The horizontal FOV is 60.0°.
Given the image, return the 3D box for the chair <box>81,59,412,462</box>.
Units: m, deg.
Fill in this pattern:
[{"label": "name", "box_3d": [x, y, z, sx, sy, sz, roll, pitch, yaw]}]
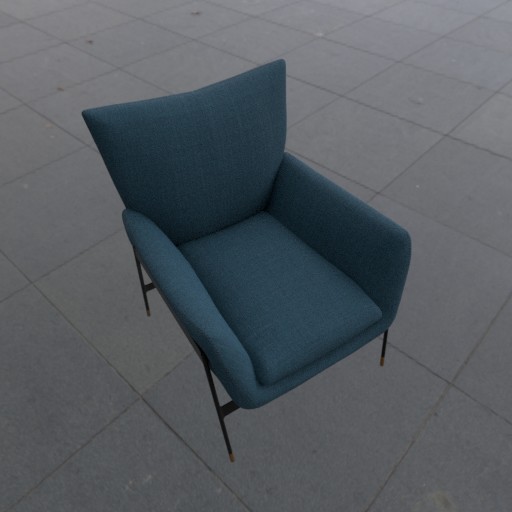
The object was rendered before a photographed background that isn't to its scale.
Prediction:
[{"label": "chair", "box_3d": [0.000, 0.000, 1.407, 0.678, 0.859, 0.769, -24, 50, -22]}]
